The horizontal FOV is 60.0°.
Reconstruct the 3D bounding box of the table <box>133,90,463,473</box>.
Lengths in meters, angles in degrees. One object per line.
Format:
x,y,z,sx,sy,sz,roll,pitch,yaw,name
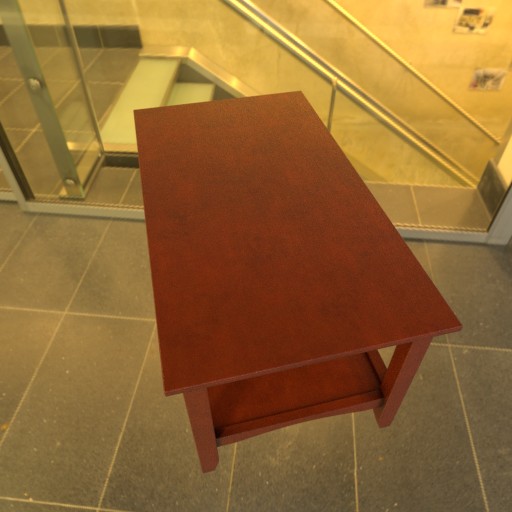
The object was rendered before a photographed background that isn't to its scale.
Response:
0.000,0.000,1.227,0.533,0.456,0.943,-10,47,-10,table
